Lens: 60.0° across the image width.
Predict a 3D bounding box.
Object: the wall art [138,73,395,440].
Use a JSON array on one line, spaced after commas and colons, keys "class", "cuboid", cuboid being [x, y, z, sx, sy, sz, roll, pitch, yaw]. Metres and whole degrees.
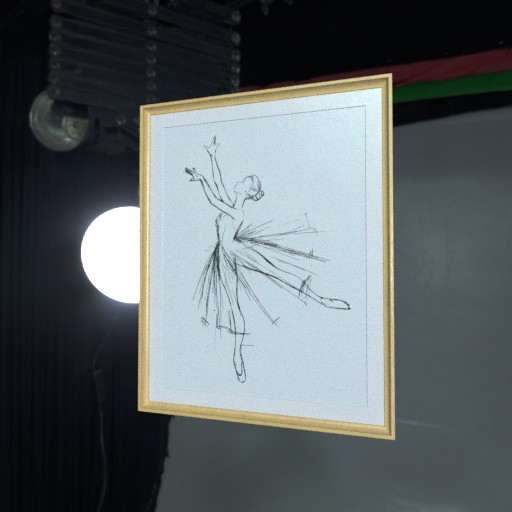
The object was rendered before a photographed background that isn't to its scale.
[{"class": "wall art", "cuboid": [0.000, 0.000, 1.347, 0.798, 1.002, 0.030, 0, -2, 18]}]
